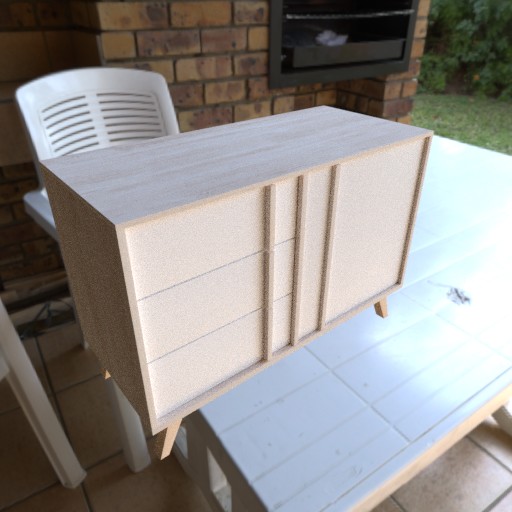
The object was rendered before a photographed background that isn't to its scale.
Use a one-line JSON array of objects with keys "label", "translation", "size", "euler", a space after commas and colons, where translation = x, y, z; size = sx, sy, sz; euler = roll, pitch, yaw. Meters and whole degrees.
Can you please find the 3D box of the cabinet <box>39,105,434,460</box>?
[{"label": "cabinet", "translation": [0.000, 0.000, 1.531], "size": [1.110, 0.780, 0.500], "euler": [-22, 37, -33]}]
